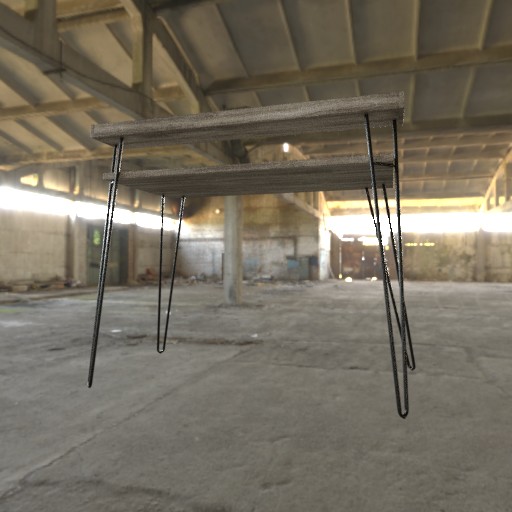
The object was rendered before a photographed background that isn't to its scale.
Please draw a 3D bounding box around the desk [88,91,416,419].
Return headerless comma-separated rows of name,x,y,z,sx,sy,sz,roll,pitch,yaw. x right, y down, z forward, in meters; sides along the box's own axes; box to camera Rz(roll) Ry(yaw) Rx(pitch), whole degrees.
desk,0.000,0.000,1.640,1.135,0.899,0.605,0,-1,17
